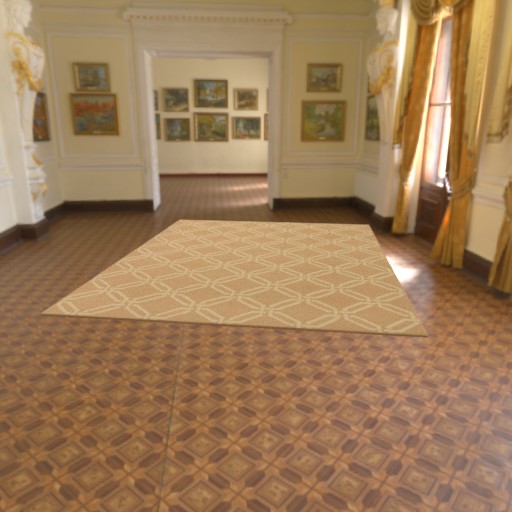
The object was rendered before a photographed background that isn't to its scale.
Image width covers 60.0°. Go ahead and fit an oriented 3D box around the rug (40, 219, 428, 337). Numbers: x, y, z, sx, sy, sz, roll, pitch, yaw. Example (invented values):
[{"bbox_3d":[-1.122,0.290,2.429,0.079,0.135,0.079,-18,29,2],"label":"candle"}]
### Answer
[{"bbox_3d":[0.000,0.000,3.943,2.288,0.018,2.895,2,16,7],"label":"rug"}]
